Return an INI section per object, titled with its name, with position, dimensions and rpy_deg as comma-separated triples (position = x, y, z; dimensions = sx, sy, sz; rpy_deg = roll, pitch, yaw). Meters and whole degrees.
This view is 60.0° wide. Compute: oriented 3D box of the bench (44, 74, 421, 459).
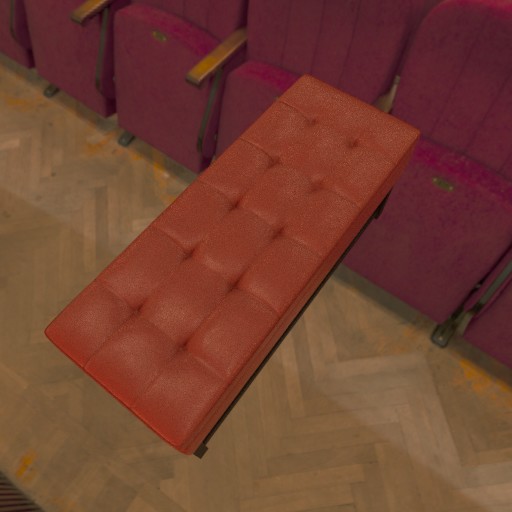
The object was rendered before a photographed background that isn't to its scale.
[bench]
position = 0.000, 0.000, 1.356
dimensions = 0.432, 0.460, 1.105
rpy_deg = 33, 67, 16
